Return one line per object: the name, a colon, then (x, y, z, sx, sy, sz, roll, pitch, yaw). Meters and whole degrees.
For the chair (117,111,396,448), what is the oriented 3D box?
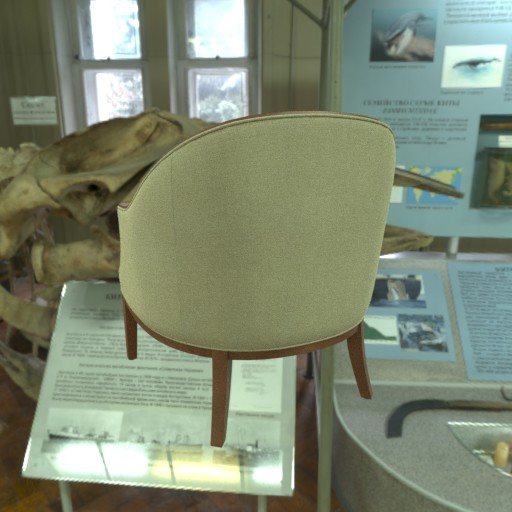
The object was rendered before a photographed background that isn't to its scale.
chair: (0.000, 0.000, 1.465, 0.803, 0.876, 0.735, -7, 16, -25)
